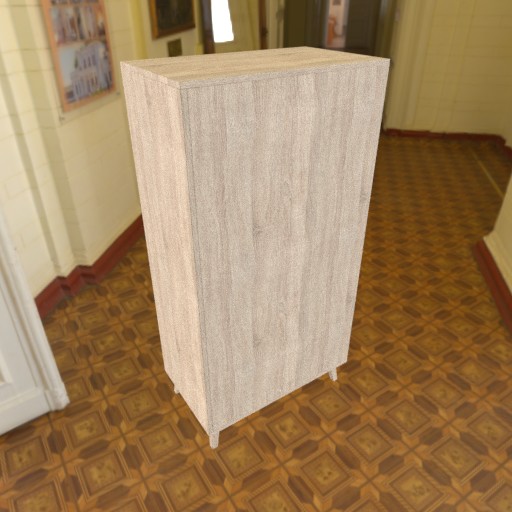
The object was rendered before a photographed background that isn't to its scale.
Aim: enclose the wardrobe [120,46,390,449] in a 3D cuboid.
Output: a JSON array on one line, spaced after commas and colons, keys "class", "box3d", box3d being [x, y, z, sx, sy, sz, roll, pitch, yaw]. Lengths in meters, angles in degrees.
[{"class": "wardrobe", "box3d": [0.000, 0.000, 2.403, 1.000, 1.960, 0.600, -19, 36, -28]}]
